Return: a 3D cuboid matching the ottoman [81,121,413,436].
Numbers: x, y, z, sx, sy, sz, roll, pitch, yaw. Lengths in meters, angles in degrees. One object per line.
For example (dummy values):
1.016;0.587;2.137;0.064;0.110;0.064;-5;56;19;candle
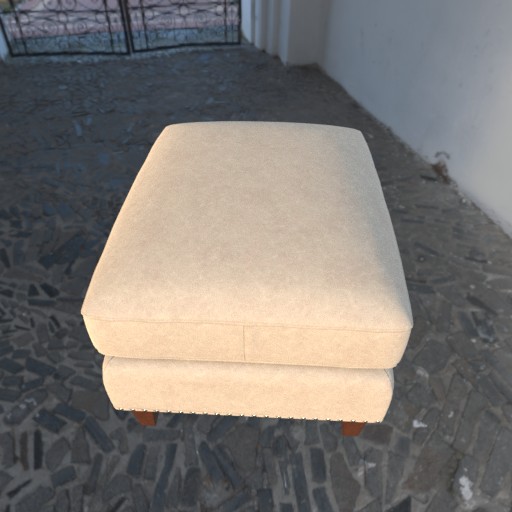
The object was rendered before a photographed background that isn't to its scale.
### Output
0.000;0.000;1.128;0.584;0.513;0.741;2;42;2;ottoman
